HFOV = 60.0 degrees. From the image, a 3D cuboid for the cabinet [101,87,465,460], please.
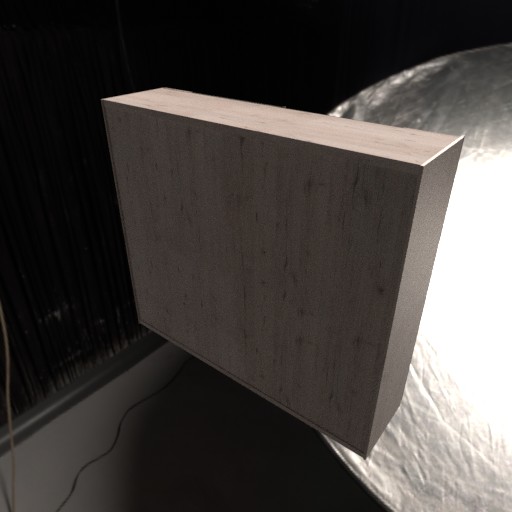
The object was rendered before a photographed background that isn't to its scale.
[{"bbox_3d":[0.000,0.000,3.504,2.500,2.180,0.660,22,37,32],"label":"cabinet"}]
